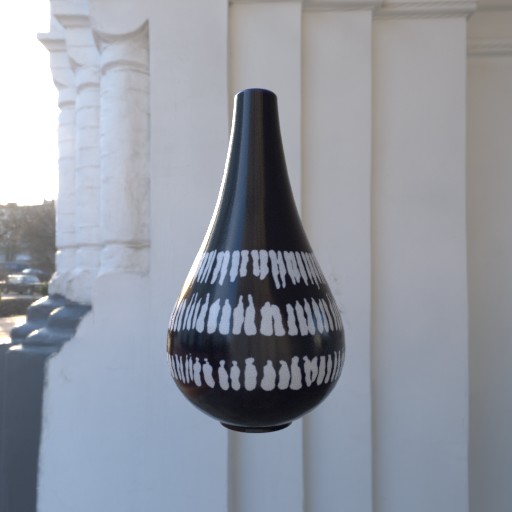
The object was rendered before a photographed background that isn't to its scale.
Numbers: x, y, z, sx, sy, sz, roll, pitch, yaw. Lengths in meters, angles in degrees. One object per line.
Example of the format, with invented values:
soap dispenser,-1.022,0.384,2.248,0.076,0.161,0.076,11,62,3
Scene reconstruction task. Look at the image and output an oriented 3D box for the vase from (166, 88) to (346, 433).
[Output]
vase,0.000,0.000,0.403,0.159,0.295,0.159,0,-2,0
